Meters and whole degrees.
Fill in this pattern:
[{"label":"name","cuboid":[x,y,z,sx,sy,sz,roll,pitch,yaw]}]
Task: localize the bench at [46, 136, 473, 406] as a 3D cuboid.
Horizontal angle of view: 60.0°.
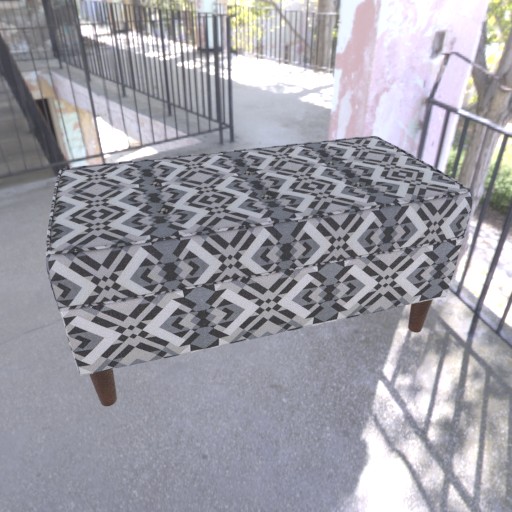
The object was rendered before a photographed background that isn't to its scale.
[{"label":"bench","cuboid":[0.000,0.000,1.279,1.016,0.477,0.492,-10,34,-15]}]
